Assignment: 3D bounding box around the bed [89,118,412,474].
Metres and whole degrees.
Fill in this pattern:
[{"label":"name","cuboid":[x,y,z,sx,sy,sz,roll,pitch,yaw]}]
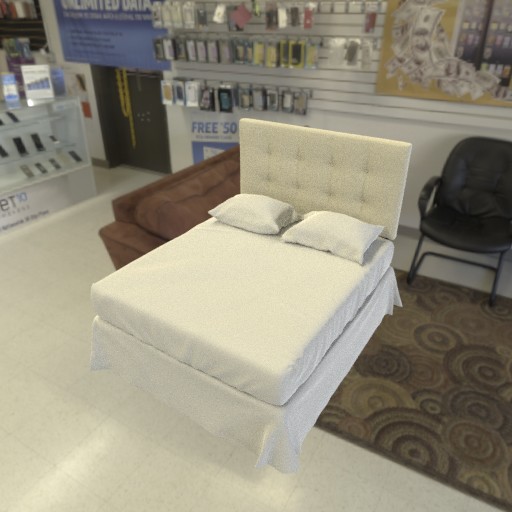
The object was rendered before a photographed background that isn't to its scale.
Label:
[{"label":"bed","cuboid":[0.000,0.000,3.515,1.936,1.577,2.222,18,34,28]}]
